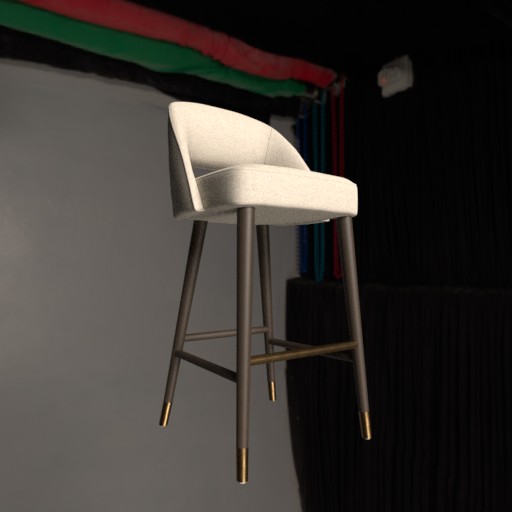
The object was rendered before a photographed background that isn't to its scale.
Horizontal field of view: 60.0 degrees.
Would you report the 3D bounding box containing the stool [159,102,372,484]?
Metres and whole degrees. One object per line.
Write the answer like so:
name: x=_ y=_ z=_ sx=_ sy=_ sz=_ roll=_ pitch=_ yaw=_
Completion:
stool: x=0.000 y=0.000 z=1.336 sx=0.494 sy=1.037 sz=0.509 roll=1 pitch=-1 yaw=-36
